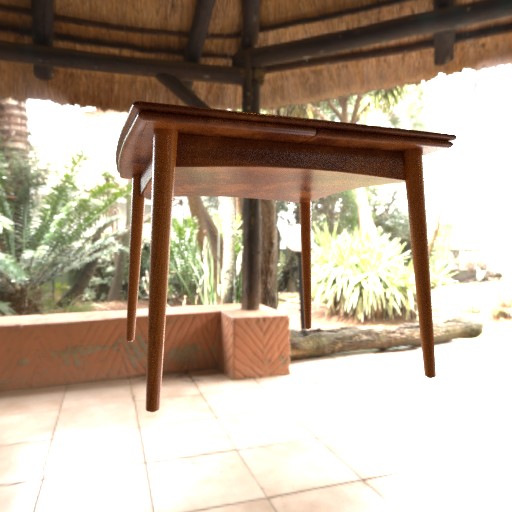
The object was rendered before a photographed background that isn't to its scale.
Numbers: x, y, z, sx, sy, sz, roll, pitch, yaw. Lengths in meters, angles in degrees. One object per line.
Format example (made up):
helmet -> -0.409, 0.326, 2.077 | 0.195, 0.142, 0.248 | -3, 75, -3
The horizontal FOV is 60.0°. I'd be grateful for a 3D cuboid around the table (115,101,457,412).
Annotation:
table -> 0.000, 0.000, 1.653 | 0.991, 0.754, 0.991 | 0, 1, -19
